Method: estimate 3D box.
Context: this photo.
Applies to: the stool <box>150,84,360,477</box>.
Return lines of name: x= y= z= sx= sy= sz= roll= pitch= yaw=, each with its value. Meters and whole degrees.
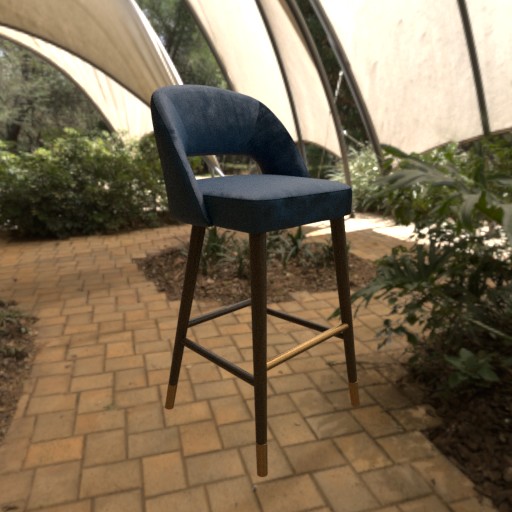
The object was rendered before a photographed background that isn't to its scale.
stool: x=0.000 y=0.000 z=1.355 sx=0.515 sy=1.016 sz=0.514 roll=14 pitch=20 yaw=43
